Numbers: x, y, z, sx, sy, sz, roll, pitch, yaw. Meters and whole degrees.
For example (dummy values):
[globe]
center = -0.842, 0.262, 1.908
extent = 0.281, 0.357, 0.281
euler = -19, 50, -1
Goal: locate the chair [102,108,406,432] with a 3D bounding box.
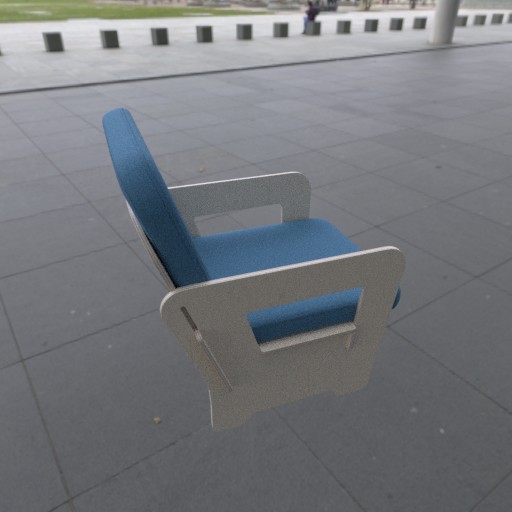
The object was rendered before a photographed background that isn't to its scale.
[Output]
[chair]
center = 0.000, 0.000, 1.188
extent = 0.657, 0.747, 0.547
euler = -10, 32, -17
